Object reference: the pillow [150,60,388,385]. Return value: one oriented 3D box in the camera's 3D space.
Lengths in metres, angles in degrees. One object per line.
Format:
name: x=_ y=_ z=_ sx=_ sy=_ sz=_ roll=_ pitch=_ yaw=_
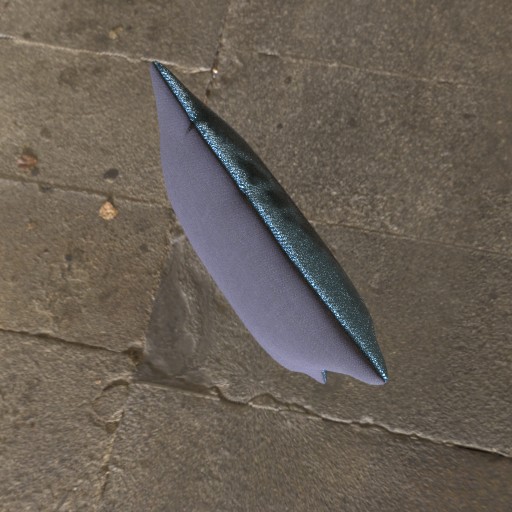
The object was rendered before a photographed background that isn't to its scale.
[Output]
pillow: x=0.000 y=0.000 z=0.650 sx=0.138 sy=0.430 sz=0.436 roll=-33 pitch=77 yaw=-9
